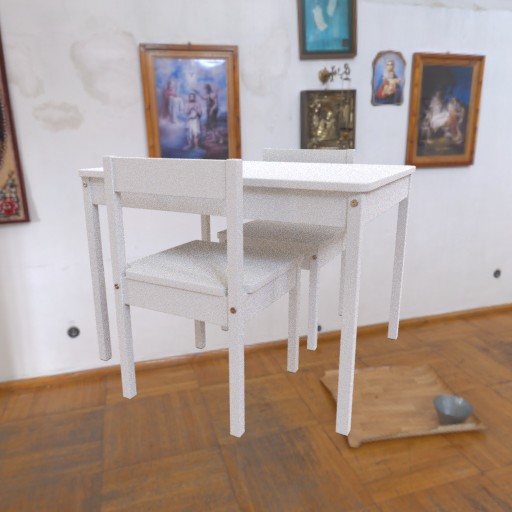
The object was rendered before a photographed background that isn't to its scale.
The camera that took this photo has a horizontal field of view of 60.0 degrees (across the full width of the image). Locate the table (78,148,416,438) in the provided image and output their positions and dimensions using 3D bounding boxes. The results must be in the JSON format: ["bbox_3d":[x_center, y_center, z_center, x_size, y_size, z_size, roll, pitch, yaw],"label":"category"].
[{"bbox_3d":[0.000,0.000,1.100,0.650,0.503,0.672,8,17,27],"label":"table"}]
